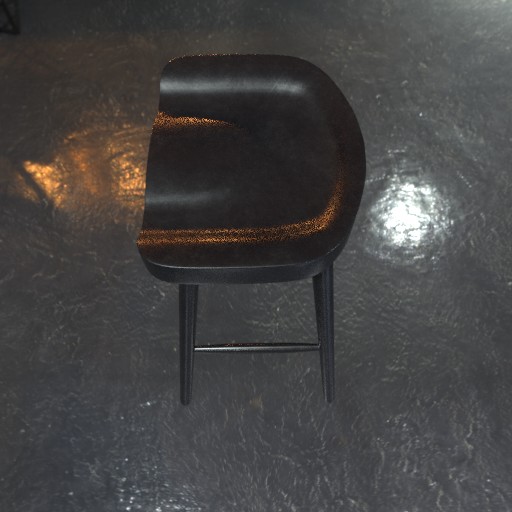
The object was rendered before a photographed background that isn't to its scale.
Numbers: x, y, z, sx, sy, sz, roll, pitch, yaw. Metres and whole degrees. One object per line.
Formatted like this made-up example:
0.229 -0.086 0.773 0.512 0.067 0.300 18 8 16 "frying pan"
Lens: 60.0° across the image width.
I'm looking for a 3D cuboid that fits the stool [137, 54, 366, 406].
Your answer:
0.000 0.000 0.882 0.361 0.615 0.440 -1 59 -1 "stool"
